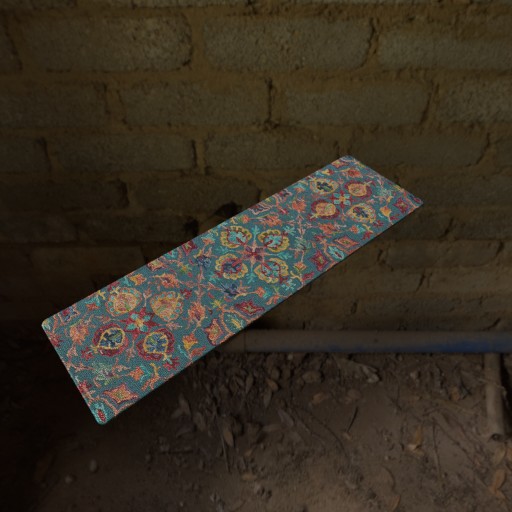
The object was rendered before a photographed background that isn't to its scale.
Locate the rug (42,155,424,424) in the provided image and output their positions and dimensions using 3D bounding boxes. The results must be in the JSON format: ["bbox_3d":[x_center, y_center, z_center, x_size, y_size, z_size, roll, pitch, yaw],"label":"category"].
[{"bbox_3d":[0.000,0.000,2.568,2.286,0.013,0.686,-31,55,-25],"label":"rug"}]
